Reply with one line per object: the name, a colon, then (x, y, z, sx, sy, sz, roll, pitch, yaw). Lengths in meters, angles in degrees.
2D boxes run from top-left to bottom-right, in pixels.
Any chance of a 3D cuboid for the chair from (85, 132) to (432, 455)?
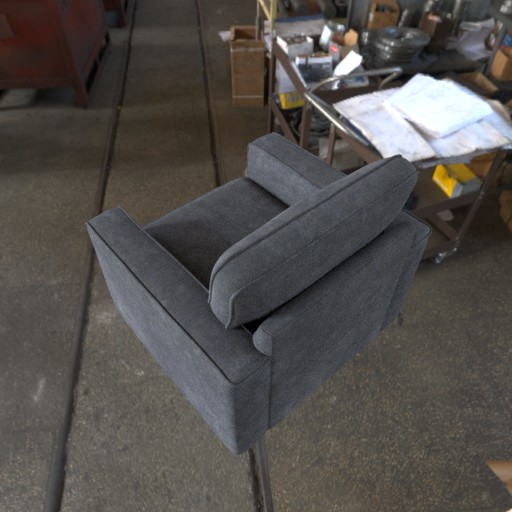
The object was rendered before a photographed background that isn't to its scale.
chair: (0.000, 0.000, 1.821, 1.015, 0.965, 0.939, -32, 55, -27)
